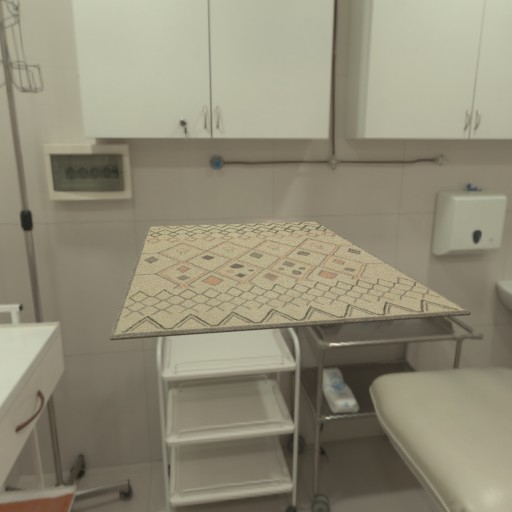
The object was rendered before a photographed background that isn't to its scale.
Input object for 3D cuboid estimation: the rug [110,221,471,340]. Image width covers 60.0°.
[{"bbox_3d":[0.000,0.000,2.323,1.219,0.016,1.829,-2,15,-9],"label":"rug"}]
